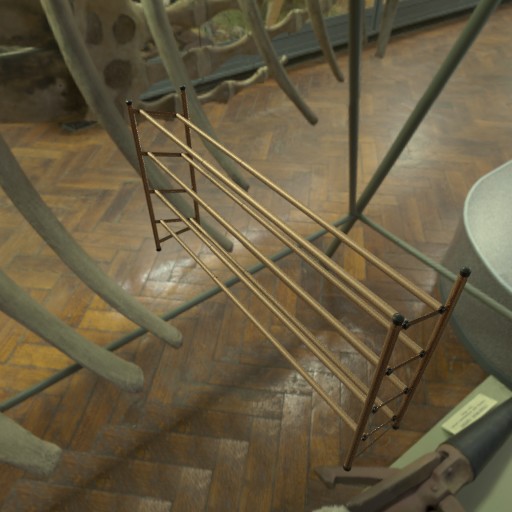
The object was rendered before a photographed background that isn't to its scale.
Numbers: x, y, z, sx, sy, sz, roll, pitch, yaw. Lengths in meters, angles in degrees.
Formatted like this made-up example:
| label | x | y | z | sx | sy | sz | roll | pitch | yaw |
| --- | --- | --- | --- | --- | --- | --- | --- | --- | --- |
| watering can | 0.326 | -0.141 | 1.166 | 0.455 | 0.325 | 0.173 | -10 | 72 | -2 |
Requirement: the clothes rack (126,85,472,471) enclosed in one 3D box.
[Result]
| label | x | y | z | sx | sy | sz | roll | pitch | yaw |
| --- | --- | --- | --- | --- | --- | --- | --- | --- | --- |
| clothes rack | 0.000 | 0.000 | 1.411 | 0.229 | 0.672 | 1.168 | -27 | 49 | -26 |
